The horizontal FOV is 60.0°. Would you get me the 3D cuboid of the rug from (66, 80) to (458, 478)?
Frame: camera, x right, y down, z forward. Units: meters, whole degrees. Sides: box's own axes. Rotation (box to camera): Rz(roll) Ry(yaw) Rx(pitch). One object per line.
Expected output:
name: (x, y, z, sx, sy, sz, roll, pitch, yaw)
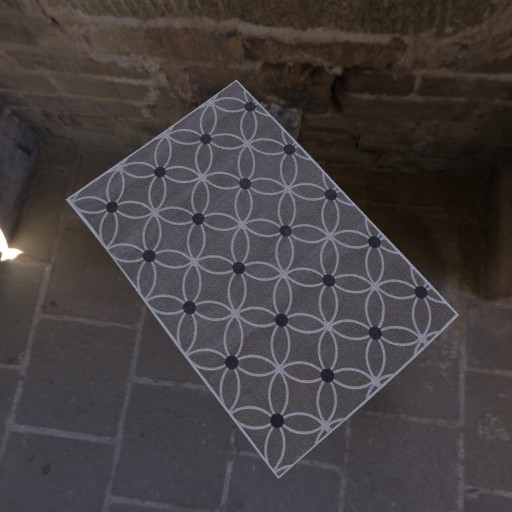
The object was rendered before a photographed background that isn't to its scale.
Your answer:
rug: (0.000, 0.000, 2.950, 1.522, 0.008, 2.284, -38, 78, -10)
